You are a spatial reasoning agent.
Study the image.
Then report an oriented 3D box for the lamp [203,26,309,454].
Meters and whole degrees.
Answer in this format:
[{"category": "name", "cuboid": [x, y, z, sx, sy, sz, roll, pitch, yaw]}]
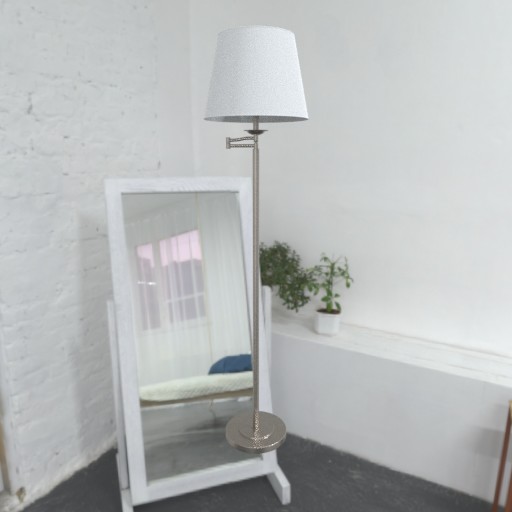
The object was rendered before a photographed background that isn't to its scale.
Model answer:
[{"category": "lamp", "cuboid": [0.000, 0.000, 1.617, 0.355, 1.473, 0.355, 0, 13, 0]}]
